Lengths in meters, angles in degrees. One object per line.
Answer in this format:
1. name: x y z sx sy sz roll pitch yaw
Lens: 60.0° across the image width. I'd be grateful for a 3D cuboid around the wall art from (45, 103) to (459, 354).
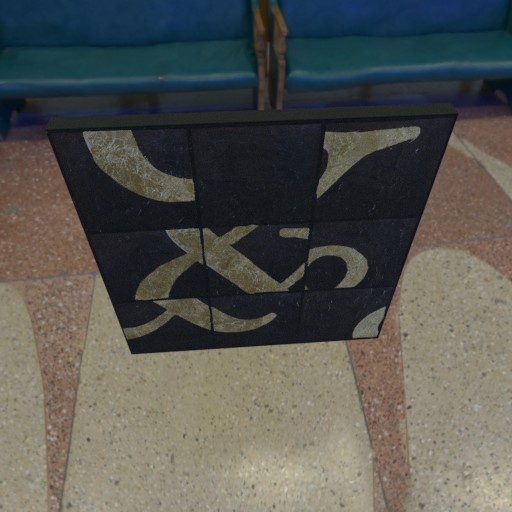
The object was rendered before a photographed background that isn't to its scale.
1. wall art: 0.000 0.000 1.099 0.758 0.758 0.044 -3 46 -3
